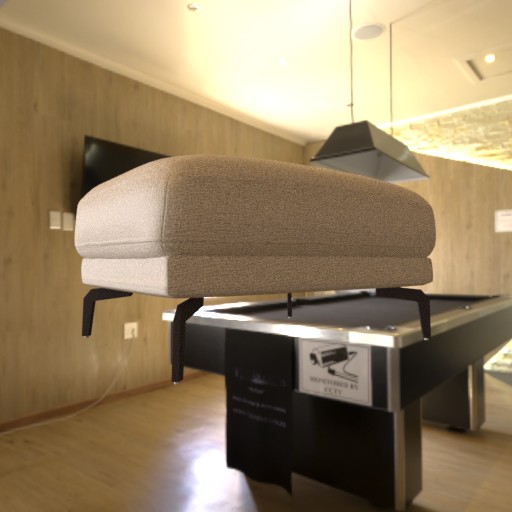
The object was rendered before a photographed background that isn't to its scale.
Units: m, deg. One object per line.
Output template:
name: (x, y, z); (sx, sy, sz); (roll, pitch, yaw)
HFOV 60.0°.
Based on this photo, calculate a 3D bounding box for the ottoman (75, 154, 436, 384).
ottoman: (0.000, 0.000, 1.118); (0.772, 0.420, 0.568); (0, -1, -36)
